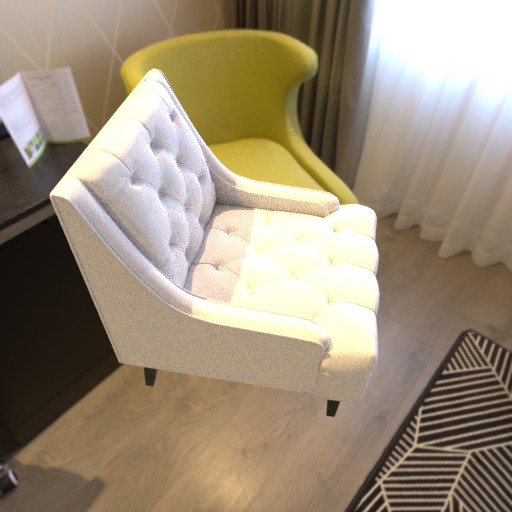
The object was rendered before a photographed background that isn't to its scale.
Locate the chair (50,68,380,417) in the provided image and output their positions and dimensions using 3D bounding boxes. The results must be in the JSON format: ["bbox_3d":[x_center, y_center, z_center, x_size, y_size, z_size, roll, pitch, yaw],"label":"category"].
[{"bbox_3d":[0.000,0.000,1.399,0.772,0.891,0.658,7,46,7],"label":"chair"}]
